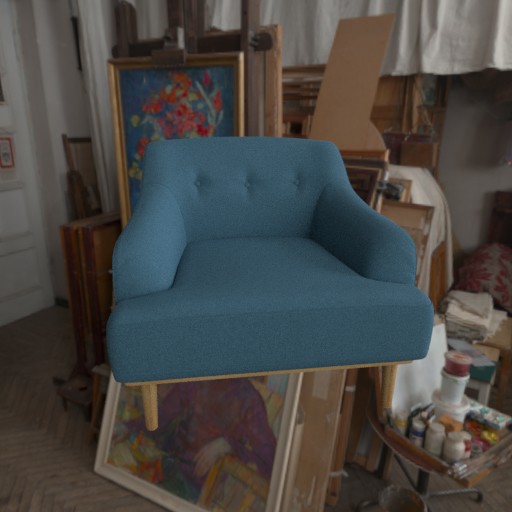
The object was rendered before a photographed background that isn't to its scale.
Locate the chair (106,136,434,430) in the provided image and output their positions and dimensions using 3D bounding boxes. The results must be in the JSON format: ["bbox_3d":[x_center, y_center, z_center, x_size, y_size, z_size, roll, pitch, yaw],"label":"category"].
[{"bbox_3d":[0.000,0.000,1.641,0.946,0.818,0.951,-2,18,-8],"label":"chair"}]
